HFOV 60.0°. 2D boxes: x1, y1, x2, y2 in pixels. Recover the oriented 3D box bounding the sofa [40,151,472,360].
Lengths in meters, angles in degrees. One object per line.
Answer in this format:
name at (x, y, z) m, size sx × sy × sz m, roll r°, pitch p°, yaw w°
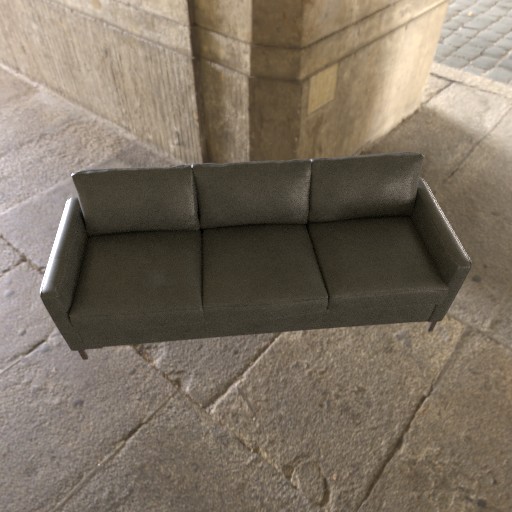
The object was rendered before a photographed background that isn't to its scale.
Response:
sofa at (0.000, 0.000, 2.367) m, size 2.029 × 0.805 × 0.748 m, roll -4°, pitch 47°, yaw -4°
